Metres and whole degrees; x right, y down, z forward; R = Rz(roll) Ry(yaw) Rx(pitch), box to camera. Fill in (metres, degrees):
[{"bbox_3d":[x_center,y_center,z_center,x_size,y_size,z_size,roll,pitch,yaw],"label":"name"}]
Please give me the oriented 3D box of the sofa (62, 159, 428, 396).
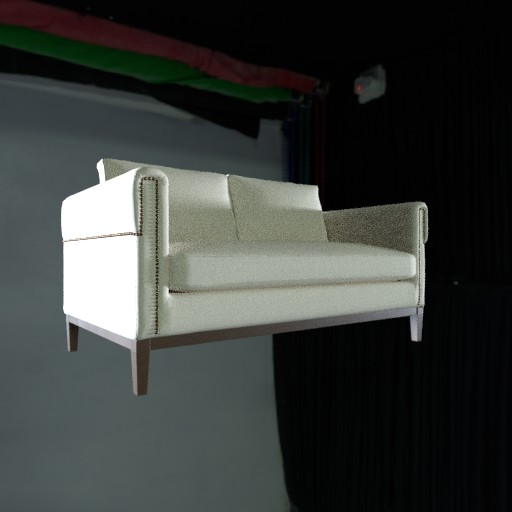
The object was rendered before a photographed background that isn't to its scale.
[{"bbox_3d":[0.000,0.000,2.152,1.598,0.873,0.905,0,0,-37],"label":"sofa"}]
